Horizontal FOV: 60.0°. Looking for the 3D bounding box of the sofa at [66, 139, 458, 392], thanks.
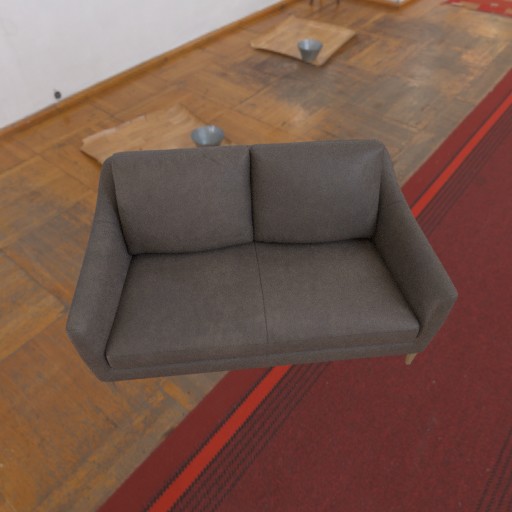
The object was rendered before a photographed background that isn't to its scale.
[{"bbox_3d":[0.000,0.000,2.213,1.619,0.902,0.960,-4,46,-4],"label":"sofa"}]
